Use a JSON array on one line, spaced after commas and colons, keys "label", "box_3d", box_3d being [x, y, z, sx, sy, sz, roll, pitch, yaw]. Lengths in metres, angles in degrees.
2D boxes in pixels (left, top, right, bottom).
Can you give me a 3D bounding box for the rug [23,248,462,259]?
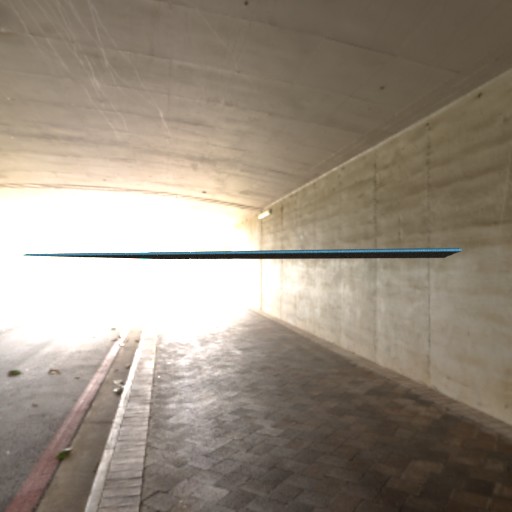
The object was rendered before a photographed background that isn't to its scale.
[{"label": "rug", "box_3d": [0.000, 0.000, 2.272, 1.833, 0.012, 1.211, 0, -1, 21]}]
